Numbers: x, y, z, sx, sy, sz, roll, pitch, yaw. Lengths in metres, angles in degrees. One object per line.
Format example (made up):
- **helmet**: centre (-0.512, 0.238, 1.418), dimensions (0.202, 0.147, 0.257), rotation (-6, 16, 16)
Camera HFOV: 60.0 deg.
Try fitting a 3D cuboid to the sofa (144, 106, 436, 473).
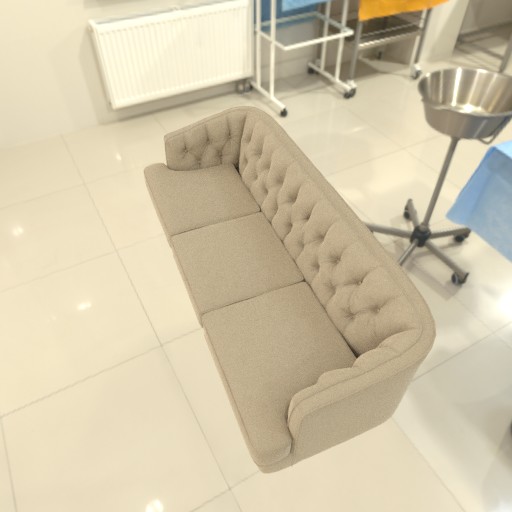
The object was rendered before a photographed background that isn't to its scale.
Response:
- **sofa**: centre (0.000, 0.000, 2.733), dimensions (0.941, 0.855, 2.278), rotation (-17, 49, -15)
